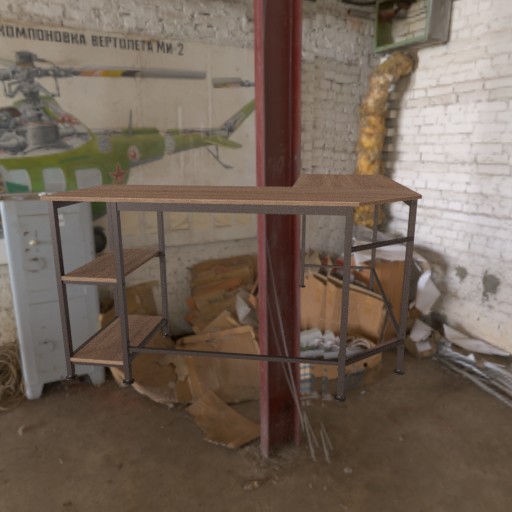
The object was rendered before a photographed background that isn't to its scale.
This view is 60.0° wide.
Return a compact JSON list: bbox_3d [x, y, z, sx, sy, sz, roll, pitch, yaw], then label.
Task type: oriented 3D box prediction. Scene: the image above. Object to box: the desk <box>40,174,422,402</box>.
[{"bbox_3d":[0.000,0.000,2.260,1.379,0.739,1.379,2,14,8],"label":"desk"}]
